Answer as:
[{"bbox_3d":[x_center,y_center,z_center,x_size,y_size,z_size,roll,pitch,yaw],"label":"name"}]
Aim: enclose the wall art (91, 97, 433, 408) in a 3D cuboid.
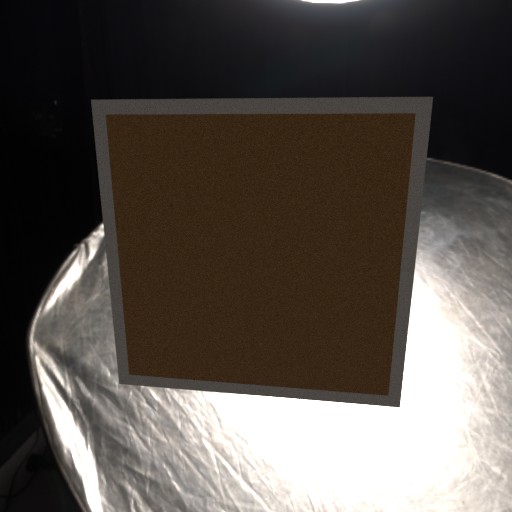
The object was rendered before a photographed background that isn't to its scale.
[{"bbox_3d":[0.000,0.000,0.452,0.305,0.302,0.038,2,17,8],"label":"wall art"}]
